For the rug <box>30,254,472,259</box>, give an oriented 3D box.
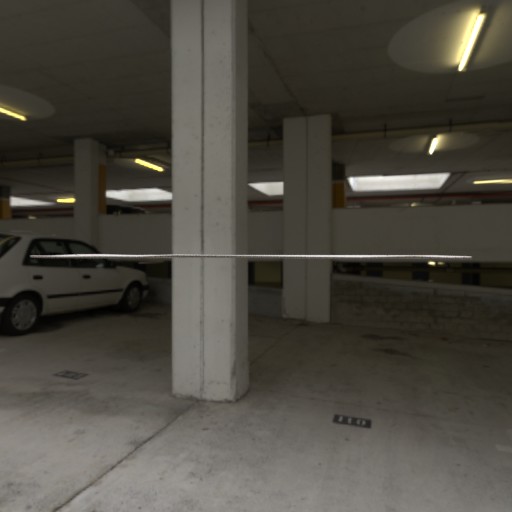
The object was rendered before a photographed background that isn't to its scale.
[{"bbox_3d":[0.000,0.000,1.071,0.869,0.008,0.511,0,0,16],"label":"rug"}]
